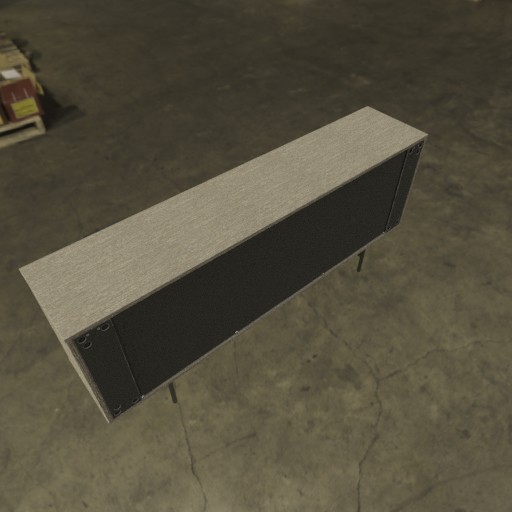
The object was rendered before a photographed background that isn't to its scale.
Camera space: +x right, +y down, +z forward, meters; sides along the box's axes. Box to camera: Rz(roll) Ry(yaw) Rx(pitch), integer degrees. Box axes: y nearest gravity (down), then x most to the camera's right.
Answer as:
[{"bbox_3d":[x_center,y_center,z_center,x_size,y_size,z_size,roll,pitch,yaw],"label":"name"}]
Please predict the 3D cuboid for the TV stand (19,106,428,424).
[{"bbox_3d":[0.000,0.000,2.091,1.804,0.787,0.405,-31,53,-27],"label":"TV stand"}]
